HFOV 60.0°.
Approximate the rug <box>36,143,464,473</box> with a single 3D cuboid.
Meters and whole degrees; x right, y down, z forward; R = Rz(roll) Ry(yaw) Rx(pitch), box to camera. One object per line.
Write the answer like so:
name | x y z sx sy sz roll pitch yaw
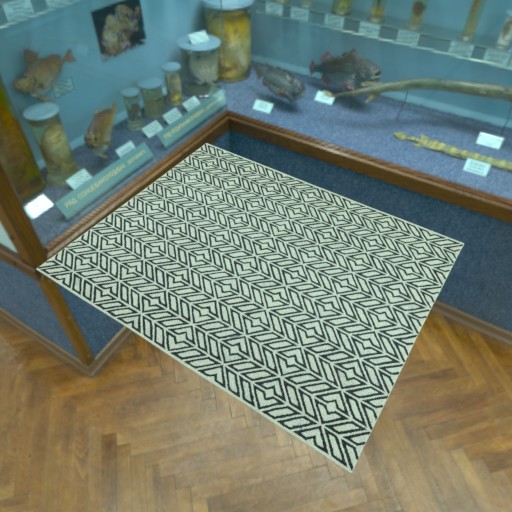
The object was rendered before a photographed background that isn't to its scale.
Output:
rug | 0.000 0.000 4.012 3.045 0.008 2.421 26 52 22
